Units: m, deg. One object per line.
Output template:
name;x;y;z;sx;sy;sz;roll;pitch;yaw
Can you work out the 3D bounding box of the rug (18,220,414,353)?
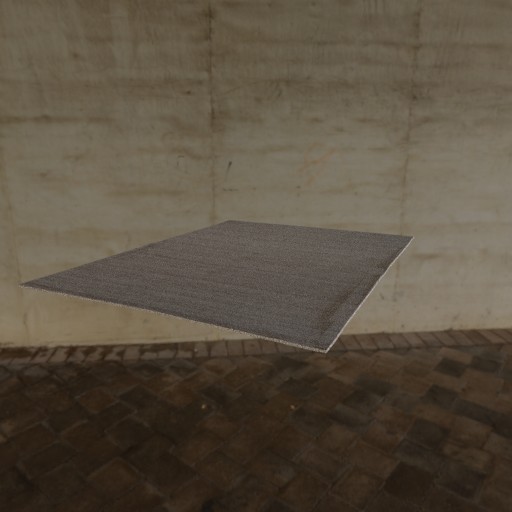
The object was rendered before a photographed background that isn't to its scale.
rug;0.000;0.000;4.958;2.873;0.053;3.778;7;16;26
